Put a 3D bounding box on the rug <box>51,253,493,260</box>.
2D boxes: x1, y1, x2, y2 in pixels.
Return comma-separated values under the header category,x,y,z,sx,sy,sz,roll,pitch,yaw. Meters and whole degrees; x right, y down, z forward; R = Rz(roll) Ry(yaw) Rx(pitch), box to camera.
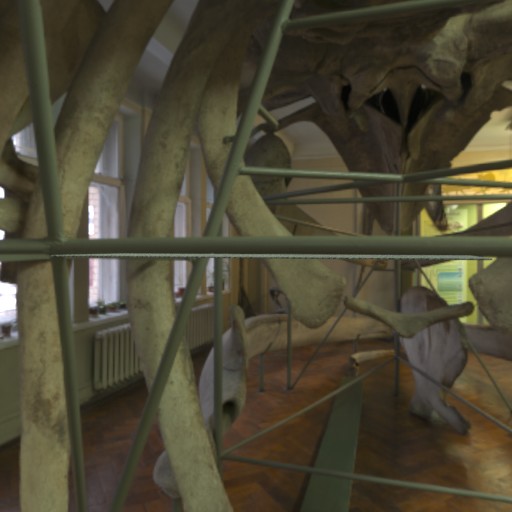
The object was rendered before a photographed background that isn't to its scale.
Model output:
category,x,y,z,sx,sy,sz,roll,pitch,yaw
rug,0.000,0.000,2.504,2.286,0.008,0.686,0,1,18
